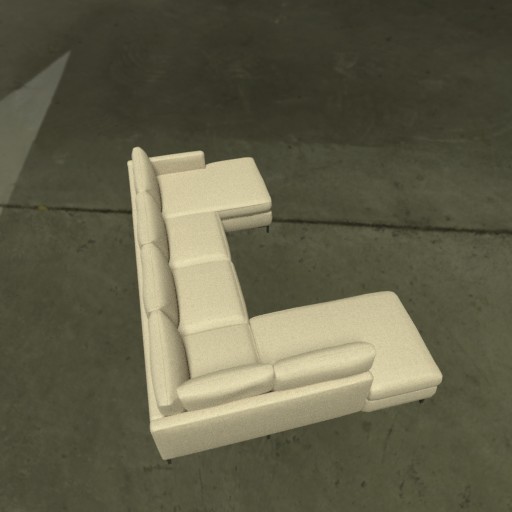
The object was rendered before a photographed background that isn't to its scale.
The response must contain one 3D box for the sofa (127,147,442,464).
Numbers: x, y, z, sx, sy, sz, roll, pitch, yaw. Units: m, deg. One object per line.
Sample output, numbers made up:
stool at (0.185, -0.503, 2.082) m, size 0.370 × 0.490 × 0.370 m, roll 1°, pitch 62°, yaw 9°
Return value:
sofa at (0.000, 0.000, 3.633) m, size 1.879 × 0.756 × 2.737 m, roll -10°, pitch 48°, yaw -9°
